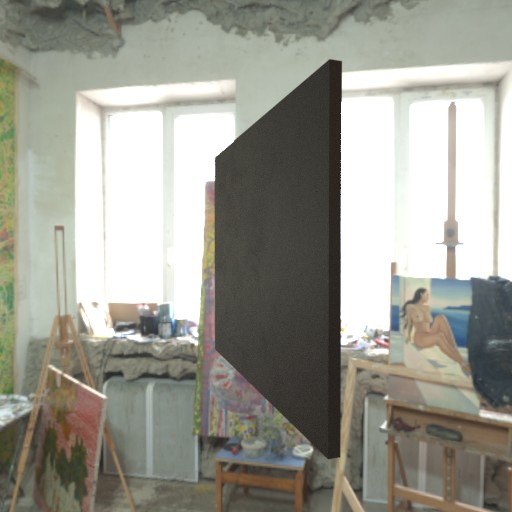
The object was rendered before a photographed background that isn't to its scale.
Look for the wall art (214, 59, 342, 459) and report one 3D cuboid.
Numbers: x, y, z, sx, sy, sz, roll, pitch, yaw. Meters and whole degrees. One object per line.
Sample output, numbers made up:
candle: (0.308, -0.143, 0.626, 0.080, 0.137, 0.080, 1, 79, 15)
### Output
wall art: (0.000, 0.000, 1.632, 0.034, 0.952, 1.207, 0, 1, -18)
